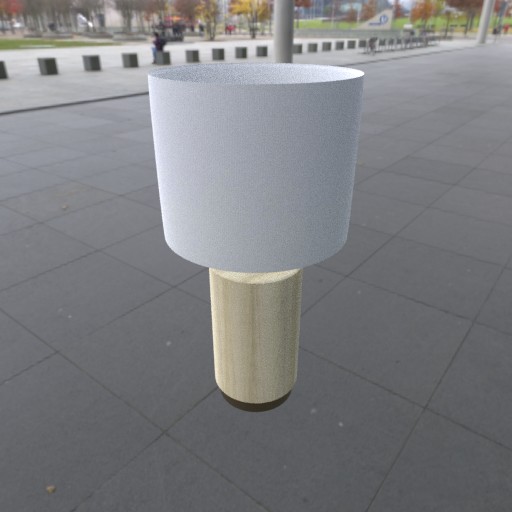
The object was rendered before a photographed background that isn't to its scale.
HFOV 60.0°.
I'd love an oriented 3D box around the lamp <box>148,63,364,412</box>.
[{"bbox_3d":[0.000,0.000,0.575,0.228,0.444,0.228,-20,33,-32],"label":"lamp"}]
